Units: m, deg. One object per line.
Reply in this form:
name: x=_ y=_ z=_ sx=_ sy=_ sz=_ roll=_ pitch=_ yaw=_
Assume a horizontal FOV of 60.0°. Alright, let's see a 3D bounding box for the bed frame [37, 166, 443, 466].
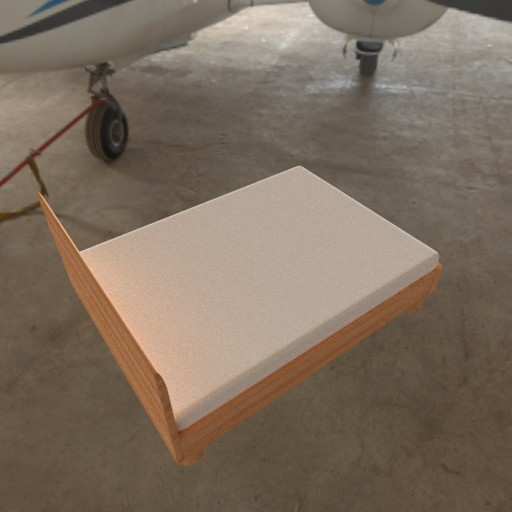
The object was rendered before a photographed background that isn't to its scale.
bed frame: x=0.000 y=0.000 z=2.803 sx=1.992 sy=0.940 sz=1.472 roll=-26 pitch=48 yaw=-26
